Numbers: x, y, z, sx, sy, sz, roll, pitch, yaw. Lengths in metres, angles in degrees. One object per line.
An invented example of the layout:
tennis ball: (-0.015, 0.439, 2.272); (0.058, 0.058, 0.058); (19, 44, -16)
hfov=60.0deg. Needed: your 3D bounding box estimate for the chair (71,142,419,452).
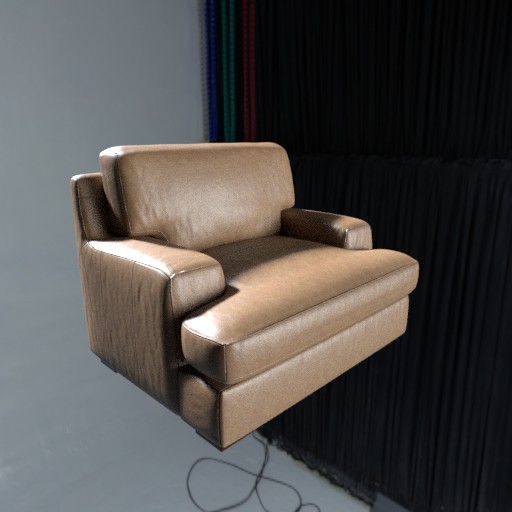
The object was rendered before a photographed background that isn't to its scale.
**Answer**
chair: (0.000, 0.000, 2.002); (1.050, 0.978, 1.276); (15, 21, 43)
